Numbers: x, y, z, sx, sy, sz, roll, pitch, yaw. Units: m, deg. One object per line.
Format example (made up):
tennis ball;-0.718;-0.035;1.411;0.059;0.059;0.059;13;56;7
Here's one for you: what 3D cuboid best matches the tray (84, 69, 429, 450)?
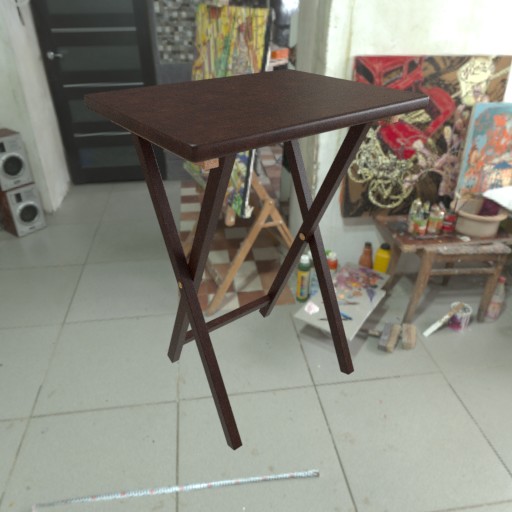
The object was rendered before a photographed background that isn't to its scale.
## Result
tray;0.000;0.000;0.948;0.483;0.660;0.381;-22;37;-31
